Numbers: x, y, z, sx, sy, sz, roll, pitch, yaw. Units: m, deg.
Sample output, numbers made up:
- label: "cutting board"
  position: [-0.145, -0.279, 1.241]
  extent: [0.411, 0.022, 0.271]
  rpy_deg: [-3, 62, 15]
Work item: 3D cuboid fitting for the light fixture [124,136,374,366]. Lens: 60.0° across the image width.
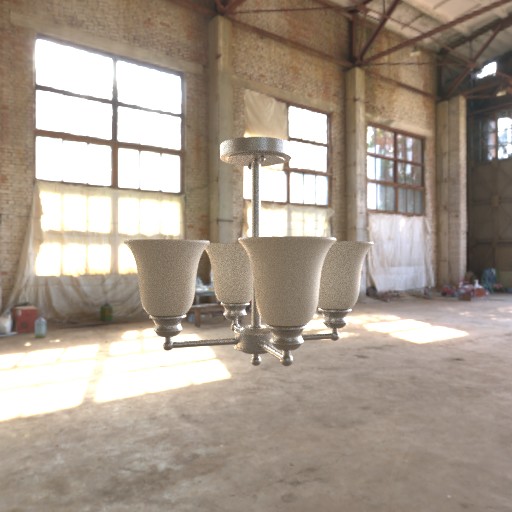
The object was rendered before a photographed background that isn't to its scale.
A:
- label: "light fixture"
  position: [0.000, 0.000, 0.747]
  extent: [0.427, 0.370, 0.427]
  rpy_deg: [0, 0, -17]
